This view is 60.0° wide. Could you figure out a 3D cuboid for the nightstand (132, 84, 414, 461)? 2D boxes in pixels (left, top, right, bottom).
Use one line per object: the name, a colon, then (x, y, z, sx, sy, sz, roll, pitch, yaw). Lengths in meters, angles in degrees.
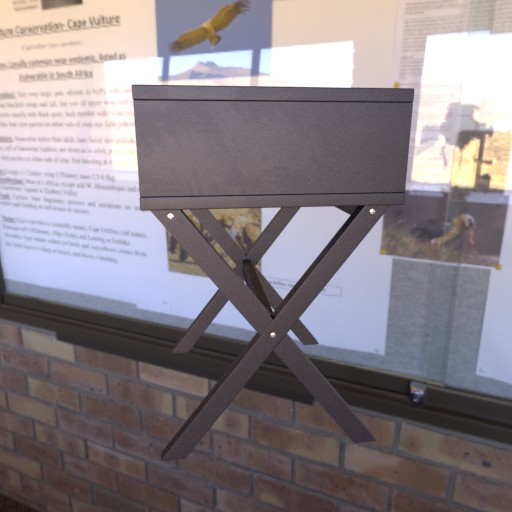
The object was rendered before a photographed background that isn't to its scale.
nightstand: (0.000, 0.000, 0.930, 0.402, 0.623, 0.479, -2, 16, -7)
